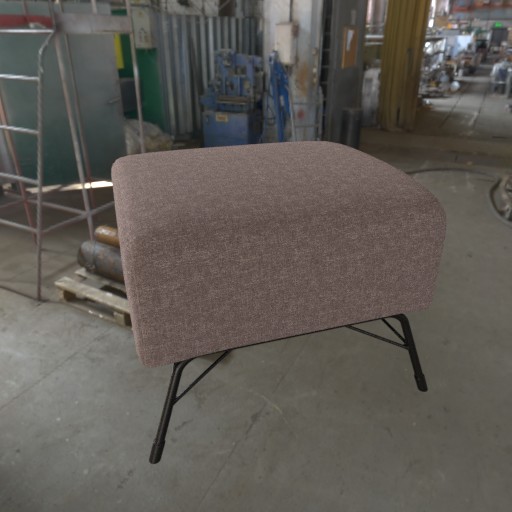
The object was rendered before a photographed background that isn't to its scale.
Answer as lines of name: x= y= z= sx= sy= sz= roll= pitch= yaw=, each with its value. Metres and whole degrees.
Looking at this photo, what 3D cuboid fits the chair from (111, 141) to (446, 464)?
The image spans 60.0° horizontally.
chair: x=0.000 y=0.000 z=0.912 sx=0.530 sy=0.410 sz=0.530 roll=-8 pitch=28 yaw=-16
